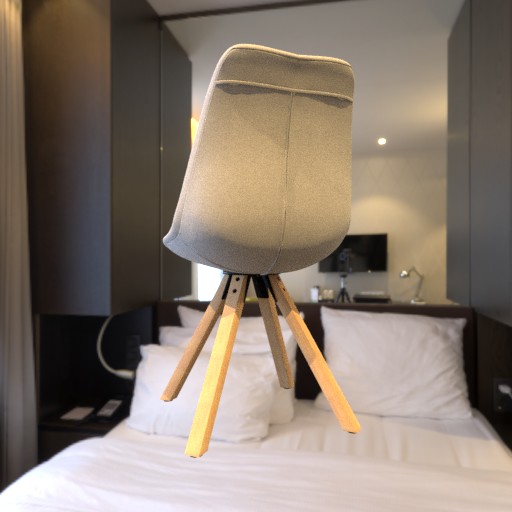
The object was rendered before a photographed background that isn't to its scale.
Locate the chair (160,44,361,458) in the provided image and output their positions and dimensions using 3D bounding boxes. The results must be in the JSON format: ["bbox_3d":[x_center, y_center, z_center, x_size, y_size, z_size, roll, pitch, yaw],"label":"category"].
[{"bbox_3d":[0.000,0.000,1.181,0.474,0.863,0.549,0,0,-19],"label":"chair"}]
